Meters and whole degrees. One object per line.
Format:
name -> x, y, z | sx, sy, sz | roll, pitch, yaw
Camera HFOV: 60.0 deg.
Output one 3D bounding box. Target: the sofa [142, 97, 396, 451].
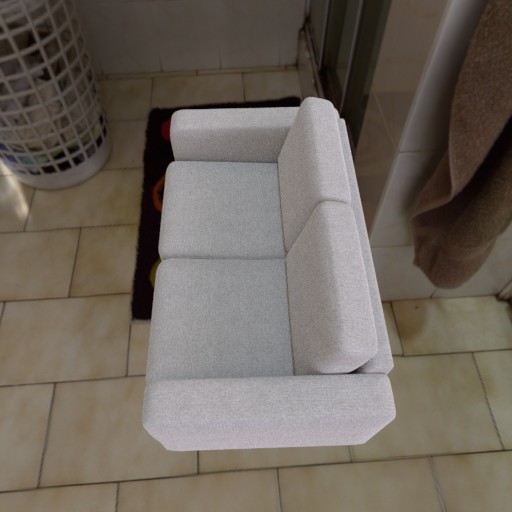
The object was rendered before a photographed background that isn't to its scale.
sofa -> 0.000, 0.000, 2.007 | 0.900, 0.800, 1.540 | -2, 58, -1
